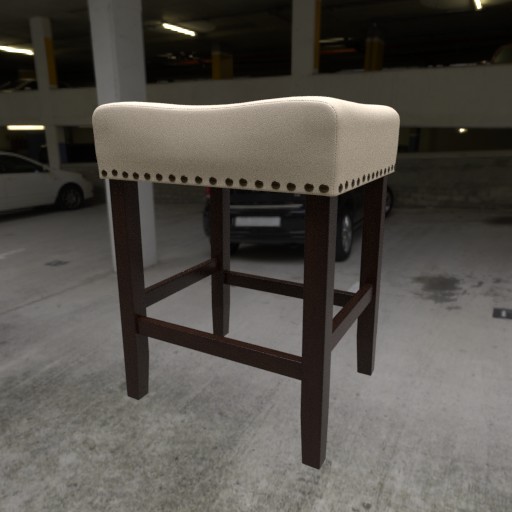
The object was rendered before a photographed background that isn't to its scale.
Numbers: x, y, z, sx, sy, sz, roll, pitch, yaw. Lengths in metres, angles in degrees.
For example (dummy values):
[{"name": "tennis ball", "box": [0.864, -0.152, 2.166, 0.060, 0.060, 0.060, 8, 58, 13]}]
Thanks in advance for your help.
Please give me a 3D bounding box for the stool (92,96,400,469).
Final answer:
[{"name": "stool", "box": [0.000, 0.000, 0.936, 0.471, 0.609, 0.401, 9, 19, 27]}]
